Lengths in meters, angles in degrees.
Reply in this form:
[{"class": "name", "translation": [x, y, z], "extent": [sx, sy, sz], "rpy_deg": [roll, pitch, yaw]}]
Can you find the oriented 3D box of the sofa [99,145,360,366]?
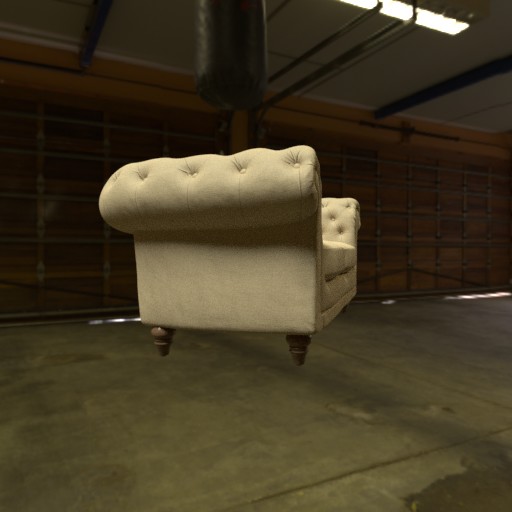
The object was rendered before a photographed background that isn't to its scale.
[{"class": "sofa", "translation": [0.000, 0.000, 2.574], "extent": [1.069, 0.835, 1.988], "rpy_deg": [0, 1, 18]}]
